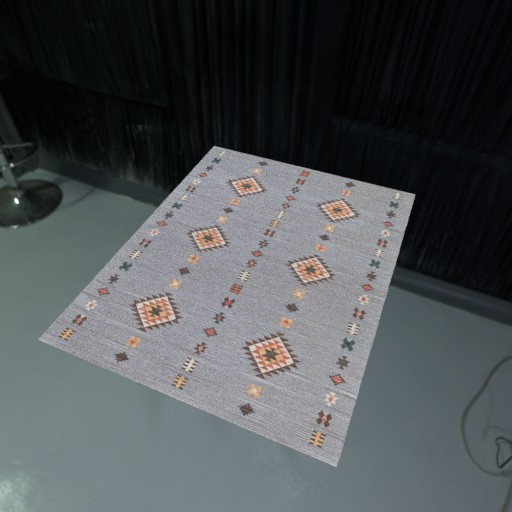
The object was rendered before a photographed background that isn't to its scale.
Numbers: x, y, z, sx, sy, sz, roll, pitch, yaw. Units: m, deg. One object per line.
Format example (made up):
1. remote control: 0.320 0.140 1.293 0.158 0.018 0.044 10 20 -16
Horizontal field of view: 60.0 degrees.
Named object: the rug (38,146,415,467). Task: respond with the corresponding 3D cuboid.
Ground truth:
1. rug: 0.000 0.000 4.122 2.425 0.008 3.035 17 48 16
